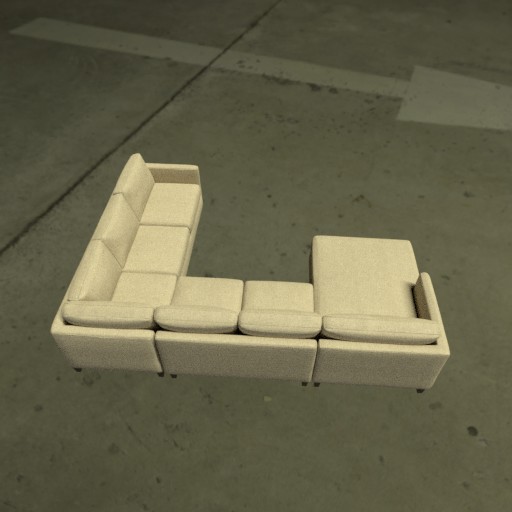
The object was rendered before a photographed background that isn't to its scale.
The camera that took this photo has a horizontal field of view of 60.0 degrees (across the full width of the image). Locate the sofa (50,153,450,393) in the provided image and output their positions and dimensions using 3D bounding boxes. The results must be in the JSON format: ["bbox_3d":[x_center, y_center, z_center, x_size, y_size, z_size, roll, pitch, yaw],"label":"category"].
[{"bbox_3d":[0.000,0.000,4.807,3.460,0.959,2.593,3,47,3],"label":"sofa"}]
